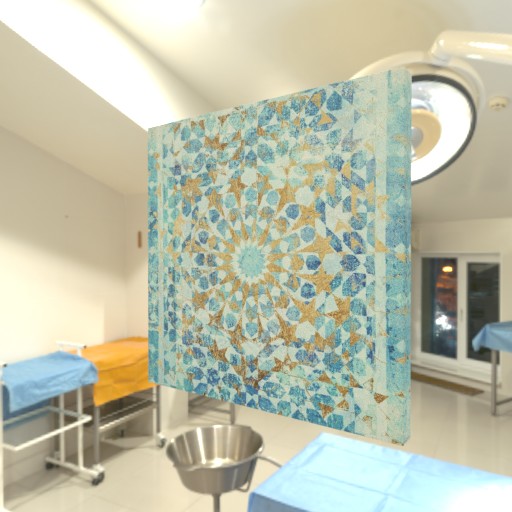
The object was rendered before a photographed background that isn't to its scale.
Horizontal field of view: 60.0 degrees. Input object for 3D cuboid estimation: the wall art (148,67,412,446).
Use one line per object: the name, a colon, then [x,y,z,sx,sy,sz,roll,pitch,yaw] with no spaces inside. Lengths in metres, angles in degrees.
wall art: [0.000,0.000,0.901,0.609,0.609,0.040,0,1,36]
